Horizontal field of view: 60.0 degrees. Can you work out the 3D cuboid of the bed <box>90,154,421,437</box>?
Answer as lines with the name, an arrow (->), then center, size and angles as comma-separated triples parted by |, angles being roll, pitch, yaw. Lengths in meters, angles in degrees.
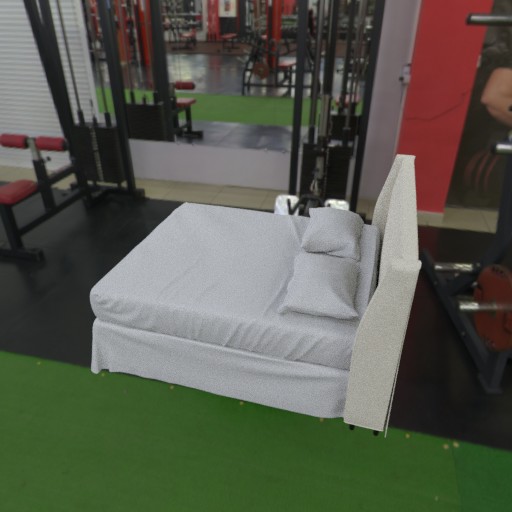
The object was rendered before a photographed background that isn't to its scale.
bed -> 0.000, 0.000, 3.567 | 2.276, 1.332, 1.925 | 8, 31, 14
